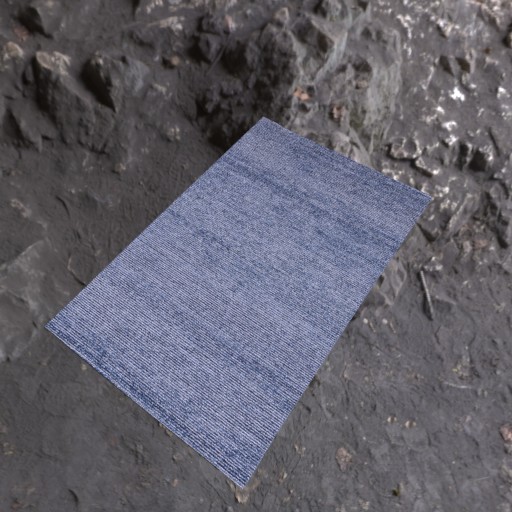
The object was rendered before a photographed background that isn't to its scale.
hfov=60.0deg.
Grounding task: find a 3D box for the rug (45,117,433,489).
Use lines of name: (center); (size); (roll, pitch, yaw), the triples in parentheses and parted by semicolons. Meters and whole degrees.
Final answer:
rug: (0.000, 0.000, 2.251); (1.145, 0.021, 1.777); (31, 63, 18)
